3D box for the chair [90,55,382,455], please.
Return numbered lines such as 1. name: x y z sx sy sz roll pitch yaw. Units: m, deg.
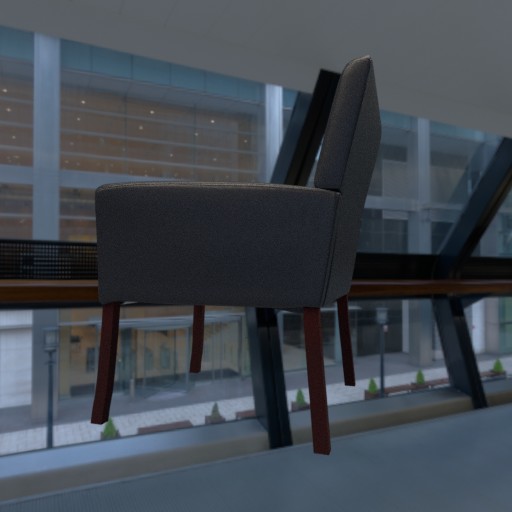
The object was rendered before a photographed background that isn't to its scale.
1. chair: 0.000 0.000 1.444 0.772 0.951 0.683 0 -1 18
